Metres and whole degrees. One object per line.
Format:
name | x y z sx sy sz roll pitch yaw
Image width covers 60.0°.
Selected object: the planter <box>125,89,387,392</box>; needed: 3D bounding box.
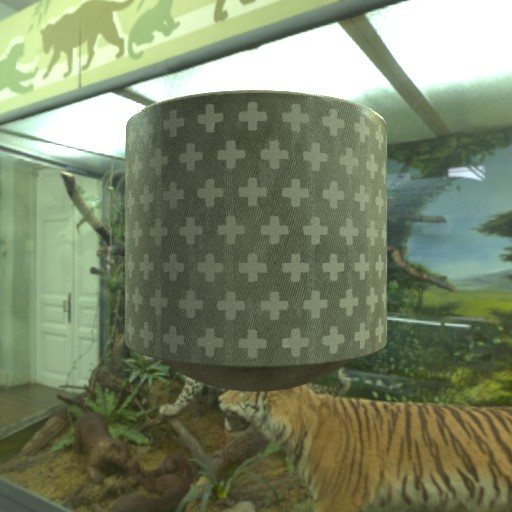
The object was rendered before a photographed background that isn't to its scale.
planter | 0.000 0.000 0.335 0.190 0.181 0.190 0 0 0
